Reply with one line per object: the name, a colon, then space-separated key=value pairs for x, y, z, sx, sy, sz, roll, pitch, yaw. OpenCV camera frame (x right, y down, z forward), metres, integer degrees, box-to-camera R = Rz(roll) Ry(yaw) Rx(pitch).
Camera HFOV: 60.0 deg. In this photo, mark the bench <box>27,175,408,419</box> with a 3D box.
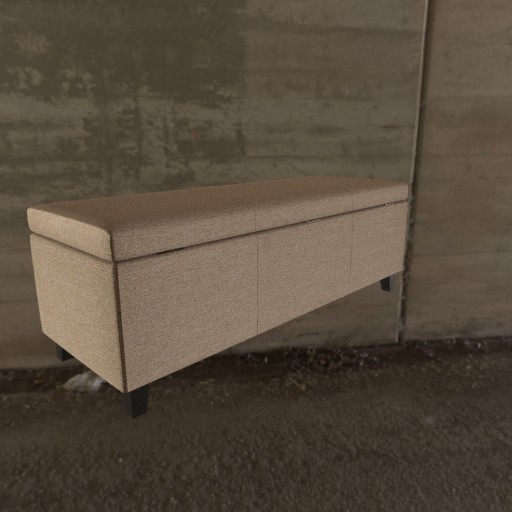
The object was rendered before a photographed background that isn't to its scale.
bench: x=0.000 y=0.000 z=1.466 sx=0.446 sy=0.438 sz=1.269 roll=14 pitch=21 yaw=42
